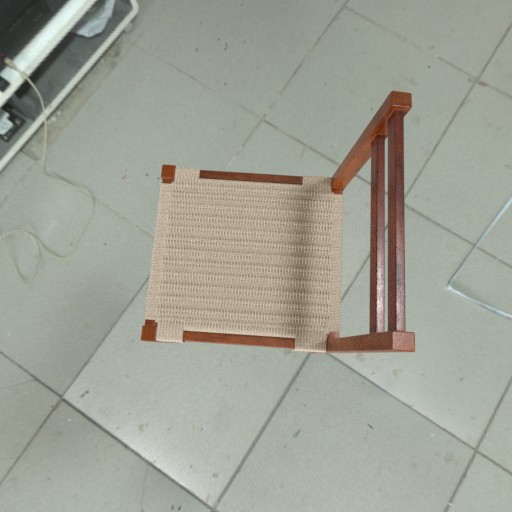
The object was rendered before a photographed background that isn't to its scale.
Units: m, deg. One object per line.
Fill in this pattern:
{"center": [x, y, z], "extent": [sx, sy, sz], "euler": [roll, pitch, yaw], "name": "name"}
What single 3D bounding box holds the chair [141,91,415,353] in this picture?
{"center": [0.000, 0.000, 1.214], "extent": [0.569, 0.851, 0.495], "euler": [4, 77, 1], "name": "chair"}
